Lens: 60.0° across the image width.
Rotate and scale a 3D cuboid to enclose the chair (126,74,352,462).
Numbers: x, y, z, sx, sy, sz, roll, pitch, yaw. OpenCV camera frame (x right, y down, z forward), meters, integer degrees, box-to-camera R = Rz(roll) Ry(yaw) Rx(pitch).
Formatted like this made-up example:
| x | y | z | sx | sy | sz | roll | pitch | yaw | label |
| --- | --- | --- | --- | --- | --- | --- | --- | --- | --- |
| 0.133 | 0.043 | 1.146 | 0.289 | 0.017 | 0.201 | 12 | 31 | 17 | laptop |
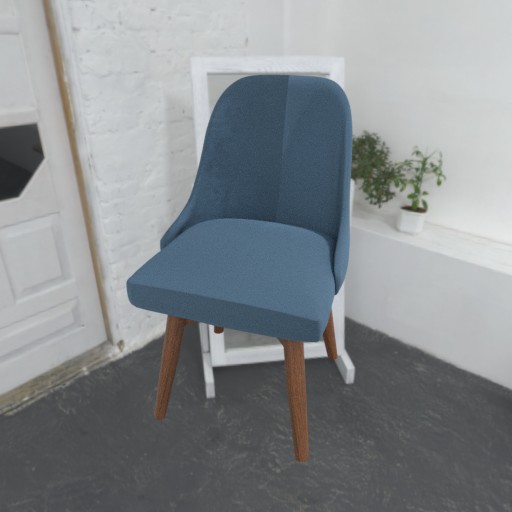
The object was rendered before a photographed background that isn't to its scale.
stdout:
| x | y | z | sx | sy | sz | roll | pitch | yaw | label |
| --- | --- | --- | --- | --- | --- | --- | --- | --- | --- |
| 0.000 | 0.000 | 1.228 | 0.503 | 0.882 | 0.589 | 9 | 29 | 17 | chair |
